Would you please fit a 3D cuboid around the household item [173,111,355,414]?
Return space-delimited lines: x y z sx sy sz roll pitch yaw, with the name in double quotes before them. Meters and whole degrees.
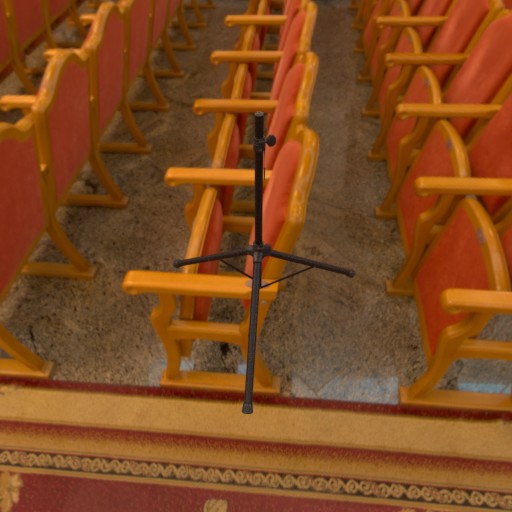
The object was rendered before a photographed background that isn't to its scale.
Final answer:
"household item" 0.000 0.000 1.869 1.045 1.136 0.907 4 47 4
